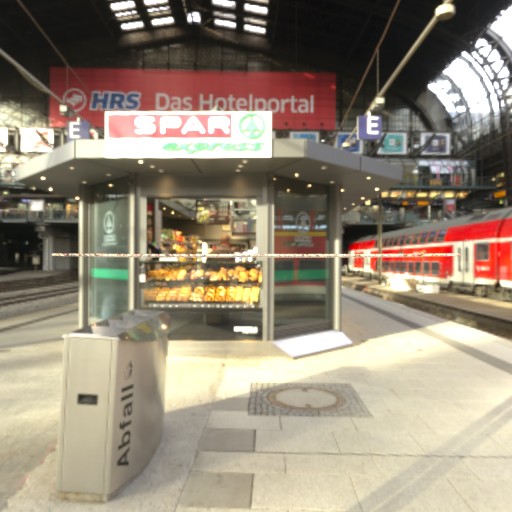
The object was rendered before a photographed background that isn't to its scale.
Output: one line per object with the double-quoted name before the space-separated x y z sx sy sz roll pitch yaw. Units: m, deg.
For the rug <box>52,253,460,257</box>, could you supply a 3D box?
"rug" 0.000 0.000 4.202 2.436 0.024 3.226 0 0 0
